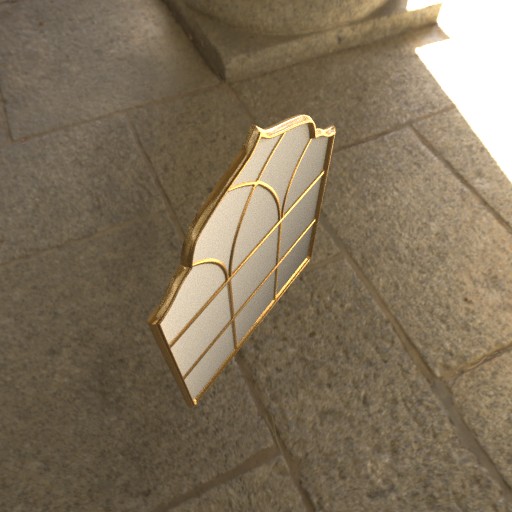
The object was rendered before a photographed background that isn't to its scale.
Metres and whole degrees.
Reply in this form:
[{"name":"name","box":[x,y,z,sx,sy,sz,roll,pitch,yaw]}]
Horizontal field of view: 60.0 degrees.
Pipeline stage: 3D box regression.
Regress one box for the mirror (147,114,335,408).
[{"name":"mirror","box":[0.000,0.000,0.858,0.018,0.635,0.513,31,62,19]}]
